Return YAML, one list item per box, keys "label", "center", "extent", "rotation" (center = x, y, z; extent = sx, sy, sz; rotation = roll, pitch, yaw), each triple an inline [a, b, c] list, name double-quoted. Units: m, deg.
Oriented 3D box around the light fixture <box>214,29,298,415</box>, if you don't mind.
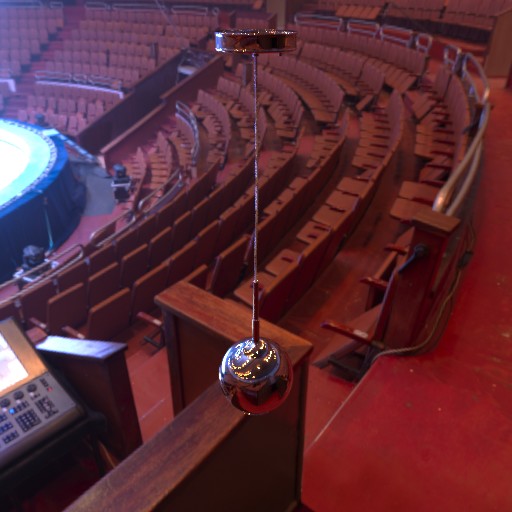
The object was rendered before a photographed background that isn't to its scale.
- label: "light fixture"
  center: [0.000, 0.000, 1.701]
  extent: [0.336, 1.538, 0.336]
  rotation: [21, 36, 32]
